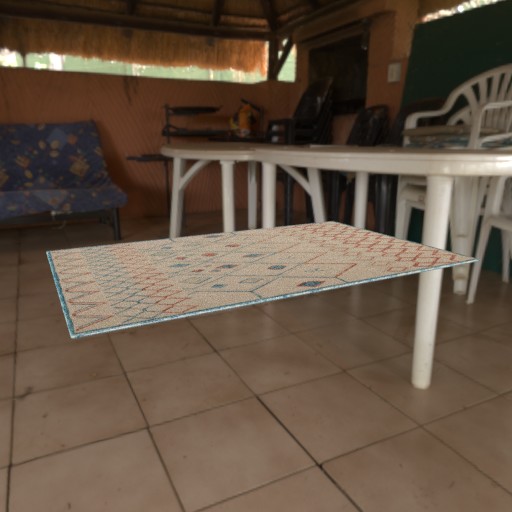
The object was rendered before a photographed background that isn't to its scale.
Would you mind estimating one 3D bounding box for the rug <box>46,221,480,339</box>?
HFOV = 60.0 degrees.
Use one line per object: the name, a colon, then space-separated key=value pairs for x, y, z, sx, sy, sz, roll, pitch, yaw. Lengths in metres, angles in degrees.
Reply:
rug: x=0.000 y=0.000 z=2.932 sx=2.438 sy=0.015 sz=1.524 roll=-8 pitch=17 yaw=-27
